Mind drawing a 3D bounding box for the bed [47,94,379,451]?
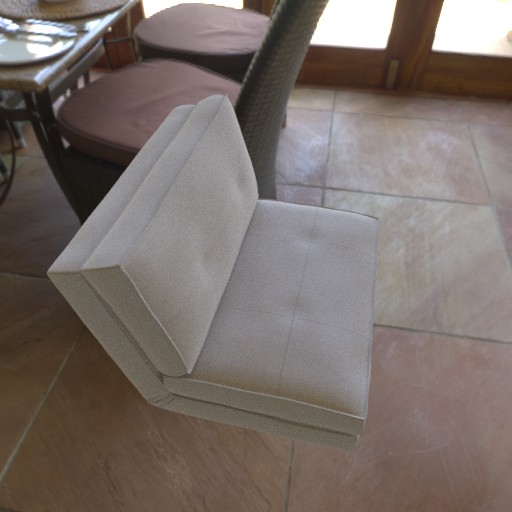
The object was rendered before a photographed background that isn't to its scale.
[{"bbox_3d":[0.000,0.000,1.312,0.749,0.614,0.799,10,46,9],"label":"bed"}]
